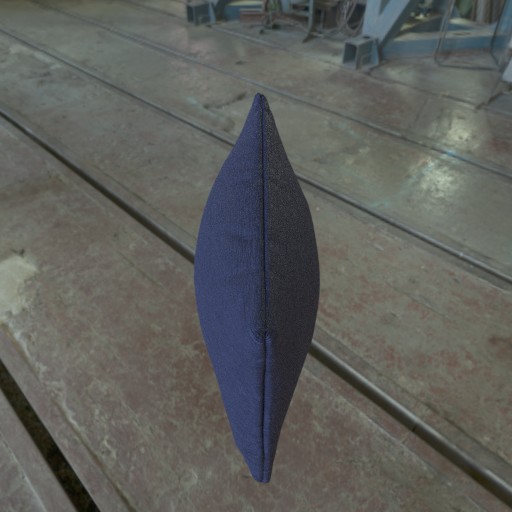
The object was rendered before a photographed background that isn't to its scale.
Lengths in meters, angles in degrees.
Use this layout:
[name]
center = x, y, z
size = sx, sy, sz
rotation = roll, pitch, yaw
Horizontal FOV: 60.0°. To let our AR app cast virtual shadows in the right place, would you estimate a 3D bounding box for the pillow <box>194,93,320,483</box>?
[pillow]
center = 0.000, 0.000, 0.774
size = 0.210, 0.338, 0.633
rotation = 0, 41, 0
